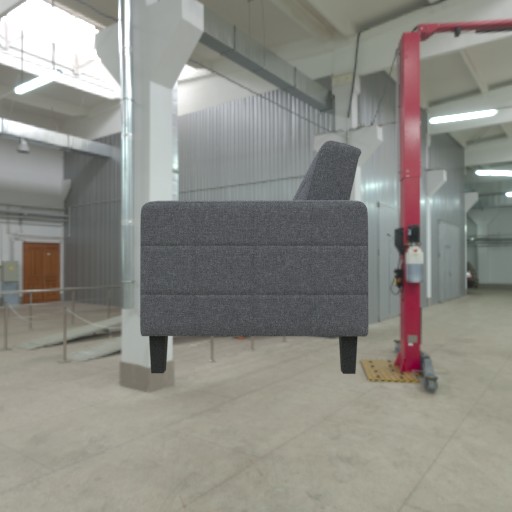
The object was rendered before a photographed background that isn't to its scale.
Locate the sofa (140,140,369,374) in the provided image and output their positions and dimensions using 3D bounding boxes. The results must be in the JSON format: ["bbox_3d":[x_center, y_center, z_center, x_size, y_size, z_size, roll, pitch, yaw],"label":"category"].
[{"bbox_3d":[0.000,0.000,2.527,0.810,0.850,2.040,0,-1,1],"label":"sofa"}]
